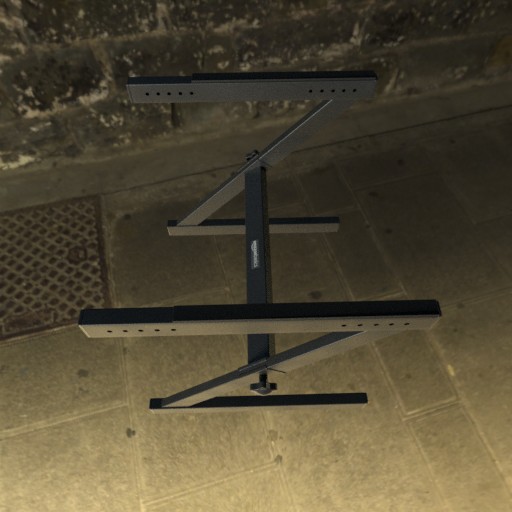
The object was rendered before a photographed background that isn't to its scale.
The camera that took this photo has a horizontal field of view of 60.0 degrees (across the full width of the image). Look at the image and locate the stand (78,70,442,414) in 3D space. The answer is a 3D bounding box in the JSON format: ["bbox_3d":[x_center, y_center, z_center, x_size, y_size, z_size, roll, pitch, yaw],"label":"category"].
[{"bbox_3d":[0.000,0.000,1.126,0.586,0.617,0.700,-1,58,-1],"label":"stand"}]
